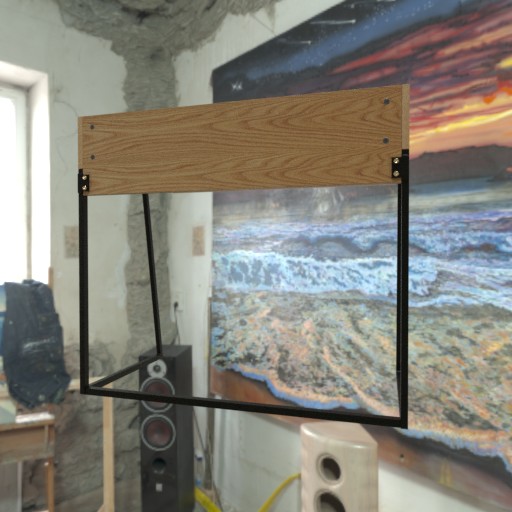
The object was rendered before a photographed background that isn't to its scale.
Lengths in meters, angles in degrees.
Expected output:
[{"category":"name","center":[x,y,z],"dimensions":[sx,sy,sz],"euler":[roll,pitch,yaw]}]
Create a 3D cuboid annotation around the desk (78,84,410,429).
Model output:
[{"category":"desk","center":[0.000,0.000,1.879],"dimensions":[1.191,1.061,0.769],"euler":[0,1,16]}]
